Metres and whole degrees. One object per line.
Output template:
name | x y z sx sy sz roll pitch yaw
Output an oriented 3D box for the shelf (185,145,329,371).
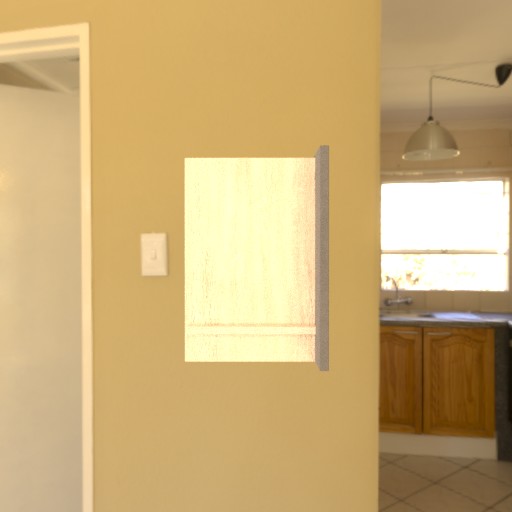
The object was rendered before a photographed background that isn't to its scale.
shelf | 0.000 0.000 1.099 0.200 0.300 1.020 0 0 0
